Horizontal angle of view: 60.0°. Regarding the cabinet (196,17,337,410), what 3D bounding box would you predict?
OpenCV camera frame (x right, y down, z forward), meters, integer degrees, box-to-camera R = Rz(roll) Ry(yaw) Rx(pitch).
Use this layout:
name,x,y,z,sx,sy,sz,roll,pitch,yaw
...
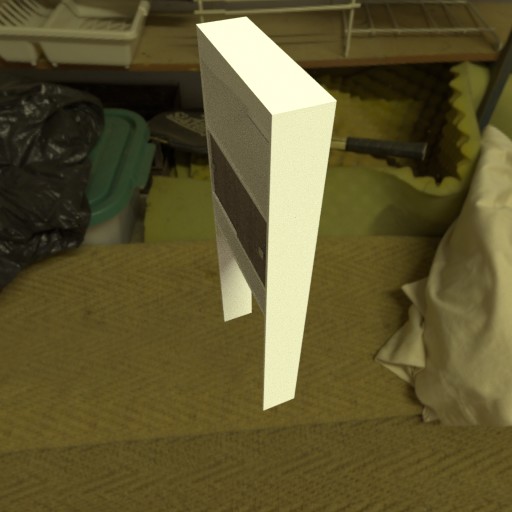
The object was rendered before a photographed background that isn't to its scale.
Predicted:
name,x,y,z,sx,sy,sz,roll,pitch,yaw
cabinet,0.000,0.000,1.990,0.192,1.770,0.643,-17,50,-15
